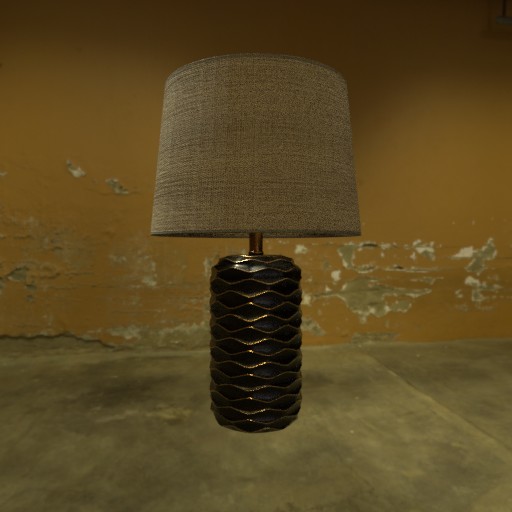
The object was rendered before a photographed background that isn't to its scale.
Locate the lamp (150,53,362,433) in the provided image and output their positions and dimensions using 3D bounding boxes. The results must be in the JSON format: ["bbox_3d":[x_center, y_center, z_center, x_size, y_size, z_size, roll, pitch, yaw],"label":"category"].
[{"bbox_3d":[0.000,0.000,0.811,0.376,0.594,0.376,0,1,0],"label":"lamp"}]
